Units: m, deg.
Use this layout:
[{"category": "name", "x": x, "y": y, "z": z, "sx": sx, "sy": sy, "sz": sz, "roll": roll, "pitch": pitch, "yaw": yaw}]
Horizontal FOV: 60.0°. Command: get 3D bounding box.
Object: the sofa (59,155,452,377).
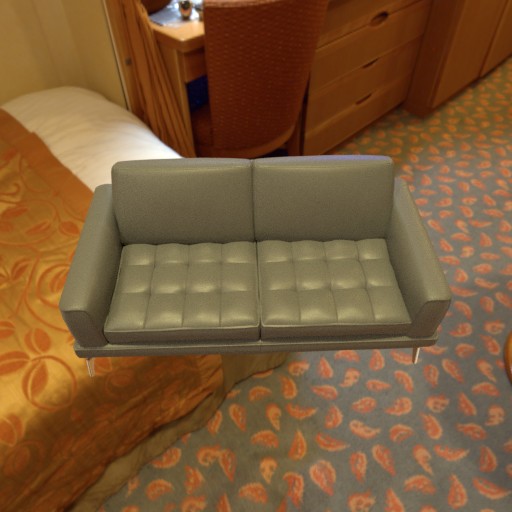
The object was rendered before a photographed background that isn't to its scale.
[{"category": "sofa", "x": 0.000, "y": 0.000, "z": 2.804, "sx": 2.177, "sy": 0.930, "sz": 1.121, "roll": -1, "pitch": 48, "yaw": -1}]
